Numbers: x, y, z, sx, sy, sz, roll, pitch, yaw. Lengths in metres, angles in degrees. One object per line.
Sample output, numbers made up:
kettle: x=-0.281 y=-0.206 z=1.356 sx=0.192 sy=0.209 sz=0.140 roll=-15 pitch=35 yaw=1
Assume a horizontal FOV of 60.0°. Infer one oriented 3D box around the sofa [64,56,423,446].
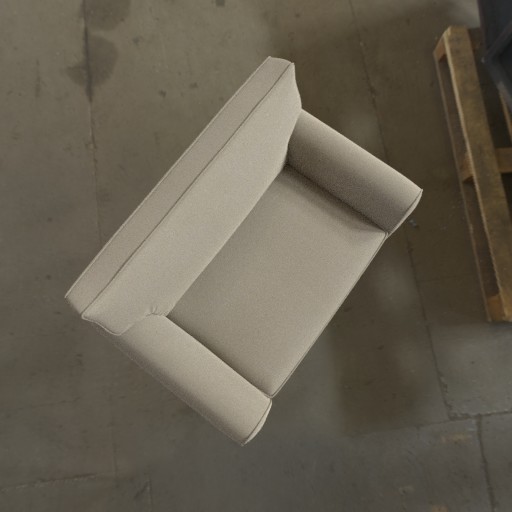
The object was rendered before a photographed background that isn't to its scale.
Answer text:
sofa: x=0.000 y=0.000 z=2.106 sx=0.937 sy=1.006 sz=1.405 roll=36 pitch=79 yaw=8
